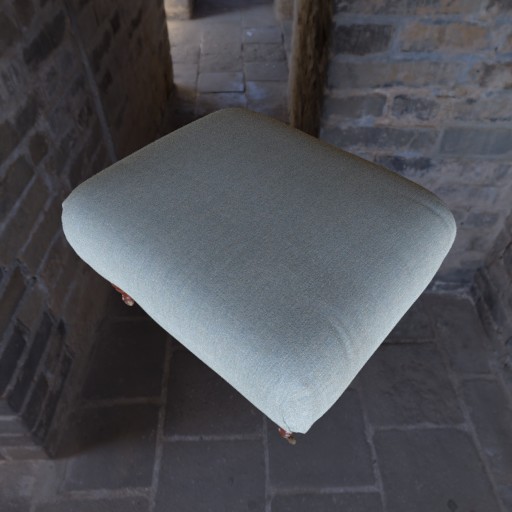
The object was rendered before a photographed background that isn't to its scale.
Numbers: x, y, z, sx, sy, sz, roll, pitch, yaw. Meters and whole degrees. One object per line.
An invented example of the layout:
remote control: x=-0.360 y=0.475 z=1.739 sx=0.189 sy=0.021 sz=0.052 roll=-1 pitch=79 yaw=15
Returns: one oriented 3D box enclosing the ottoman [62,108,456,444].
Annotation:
ottoman: x=0.000 y=0.000 z=1.104 sx=0.747 sy=0.450 sz=0.622 roll=32 pitch=54 yaw=27
